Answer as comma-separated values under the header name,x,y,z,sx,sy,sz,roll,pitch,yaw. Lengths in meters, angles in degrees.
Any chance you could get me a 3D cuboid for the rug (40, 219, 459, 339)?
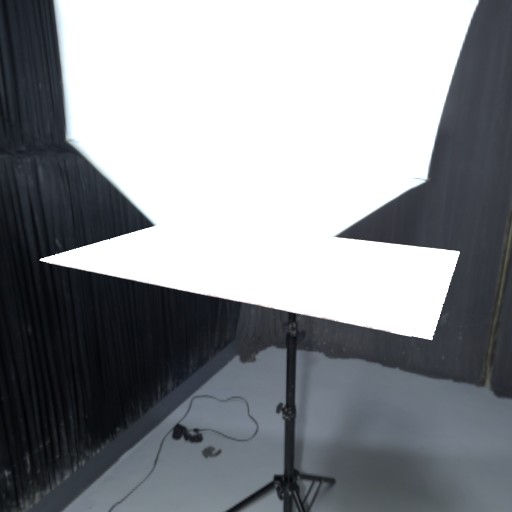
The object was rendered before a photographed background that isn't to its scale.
name,x,y,z,sx,sy,sz,roll,pitch,yaw
rug,0.000,0.000,3.018,2.440,0.010,1.528,8,18,27
